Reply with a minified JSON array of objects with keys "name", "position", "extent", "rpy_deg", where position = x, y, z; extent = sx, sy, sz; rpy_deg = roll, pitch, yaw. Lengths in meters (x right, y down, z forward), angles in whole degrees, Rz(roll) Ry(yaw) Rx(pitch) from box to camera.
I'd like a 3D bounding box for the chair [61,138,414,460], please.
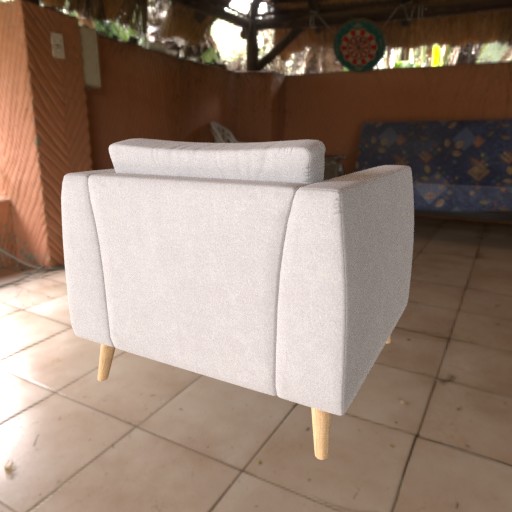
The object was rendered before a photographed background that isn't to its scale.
[{"name":"chair","position":[0.000,0.000,1.672],"extent":[1.000,0.860,0.930],"rpy_deg":[8,17,27]}]
